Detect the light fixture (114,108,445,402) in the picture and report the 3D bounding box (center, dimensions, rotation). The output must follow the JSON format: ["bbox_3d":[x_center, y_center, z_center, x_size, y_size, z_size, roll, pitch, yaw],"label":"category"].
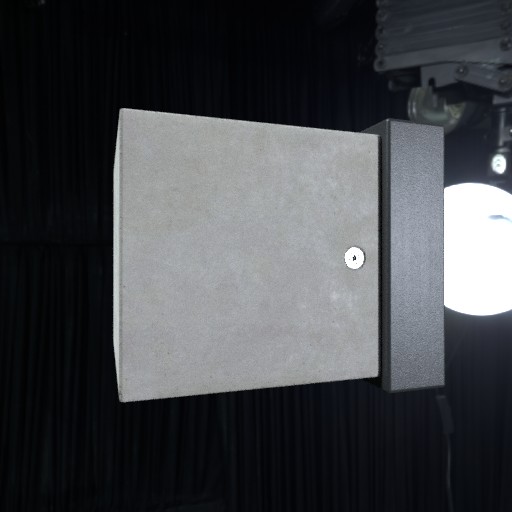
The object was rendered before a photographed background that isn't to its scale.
[{"bbox_3d":[0.000,0.000,0.237,0.143,0.121,0.121,0,0,-19],"label":"light fixture"}]
